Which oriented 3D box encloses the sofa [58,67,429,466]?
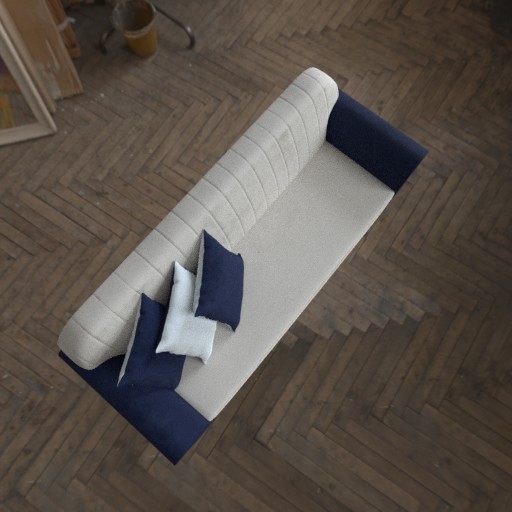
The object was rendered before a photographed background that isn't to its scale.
[{"bbox_3d":[0.000,0.000,2.375,0.749,0.789,2.006,39,78,10],"label":"sofa"}]
